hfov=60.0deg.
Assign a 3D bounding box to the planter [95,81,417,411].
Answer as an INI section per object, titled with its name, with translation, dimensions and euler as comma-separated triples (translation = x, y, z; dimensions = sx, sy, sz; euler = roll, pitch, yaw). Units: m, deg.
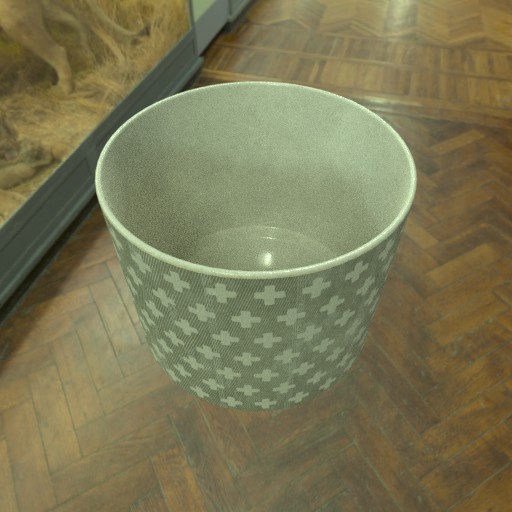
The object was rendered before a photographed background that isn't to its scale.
[planter]
translation = 0.000, 0.000, 0.335
dimensions = 0.190, 0.181, 0.190
euler = 0, 48, 0
